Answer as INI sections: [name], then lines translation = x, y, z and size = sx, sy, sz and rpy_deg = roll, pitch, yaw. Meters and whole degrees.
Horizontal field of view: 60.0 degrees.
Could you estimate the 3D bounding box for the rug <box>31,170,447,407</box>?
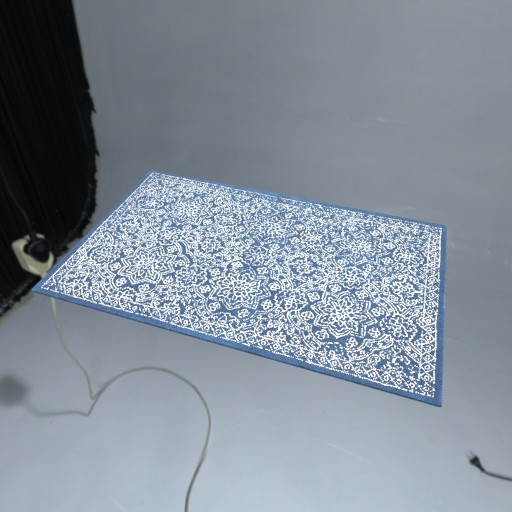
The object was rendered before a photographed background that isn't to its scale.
[rug]
translation = 0.000, 0.000, 3.000
size = 2.441, 0.015, 1.526
rpy_deg = 13, 43, 14
